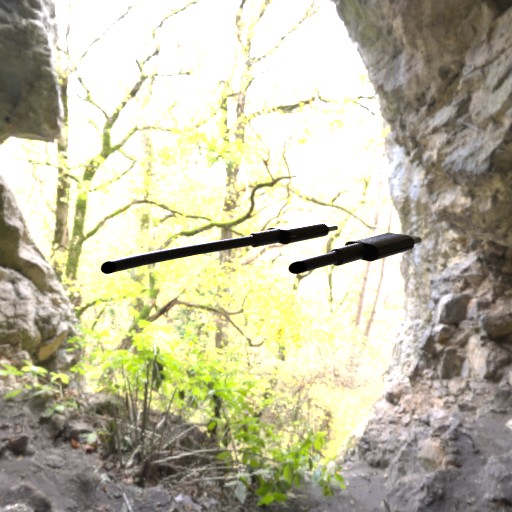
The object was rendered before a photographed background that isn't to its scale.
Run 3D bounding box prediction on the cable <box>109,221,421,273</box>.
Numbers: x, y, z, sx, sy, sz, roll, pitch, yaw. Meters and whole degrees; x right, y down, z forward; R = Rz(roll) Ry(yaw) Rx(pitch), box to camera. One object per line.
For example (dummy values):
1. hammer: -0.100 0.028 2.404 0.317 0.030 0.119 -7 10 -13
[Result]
1. cable: 0.000 0.000 0.111 0.098 0.005 0.041 -12 18 -42
